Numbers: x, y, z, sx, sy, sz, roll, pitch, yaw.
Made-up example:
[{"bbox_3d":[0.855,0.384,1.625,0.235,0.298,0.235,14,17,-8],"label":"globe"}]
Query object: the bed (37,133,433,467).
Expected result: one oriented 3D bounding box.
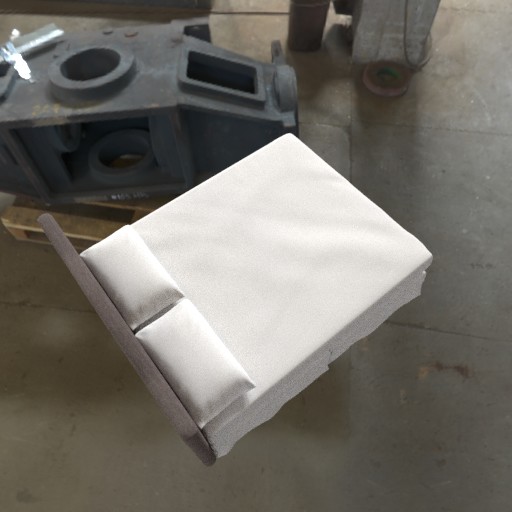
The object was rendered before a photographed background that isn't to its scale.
[{"bbox_3d":[0.000,0.000,3.943,2.689,1.457,2.161,-34,65,-19],"label":"bed"}]
